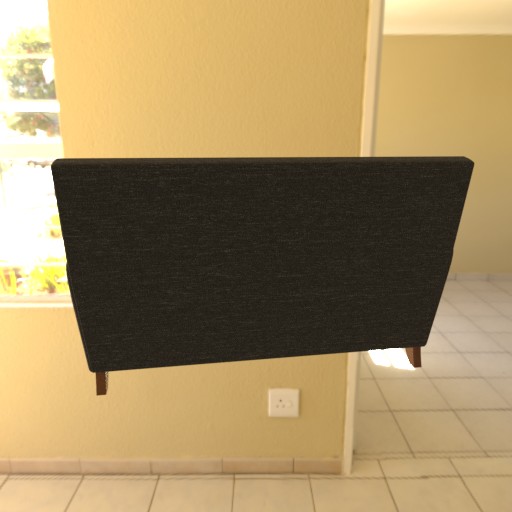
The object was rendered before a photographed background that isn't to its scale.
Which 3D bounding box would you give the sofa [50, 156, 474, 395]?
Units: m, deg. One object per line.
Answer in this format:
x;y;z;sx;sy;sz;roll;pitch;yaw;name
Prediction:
0.000;0.000;1.894;1.420;0.846;0.875;-2;14;-9;sofa
